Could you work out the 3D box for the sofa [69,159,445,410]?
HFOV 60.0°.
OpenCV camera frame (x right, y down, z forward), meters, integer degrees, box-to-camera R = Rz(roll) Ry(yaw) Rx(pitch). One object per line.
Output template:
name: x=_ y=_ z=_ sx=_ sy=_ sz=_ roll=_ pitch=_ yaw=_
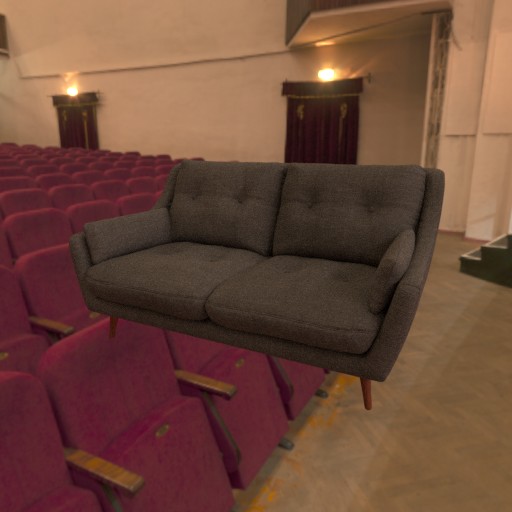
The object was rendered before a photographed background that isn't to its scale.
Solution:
sofa: x=0.000 y=0.000 z=2.174 sx=1.646 sy=0.887 sz=0.976 roll=8 pitch=16 yaw=27
